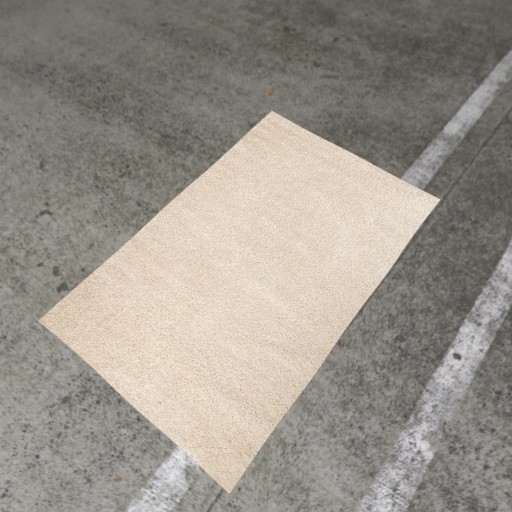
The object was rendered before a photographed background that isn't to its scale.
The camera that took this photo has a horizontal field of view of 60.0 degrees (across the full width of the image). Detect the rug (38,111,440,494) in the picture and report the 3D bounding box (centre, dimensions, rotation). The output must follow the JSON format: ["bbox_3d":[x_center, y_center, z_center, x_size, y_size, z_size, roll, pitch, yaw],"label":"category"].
[{"bbox_3d":[0.000,0.000,2.921,1.500,0.025,2.346,34,64,19],"label":"rug"}]
